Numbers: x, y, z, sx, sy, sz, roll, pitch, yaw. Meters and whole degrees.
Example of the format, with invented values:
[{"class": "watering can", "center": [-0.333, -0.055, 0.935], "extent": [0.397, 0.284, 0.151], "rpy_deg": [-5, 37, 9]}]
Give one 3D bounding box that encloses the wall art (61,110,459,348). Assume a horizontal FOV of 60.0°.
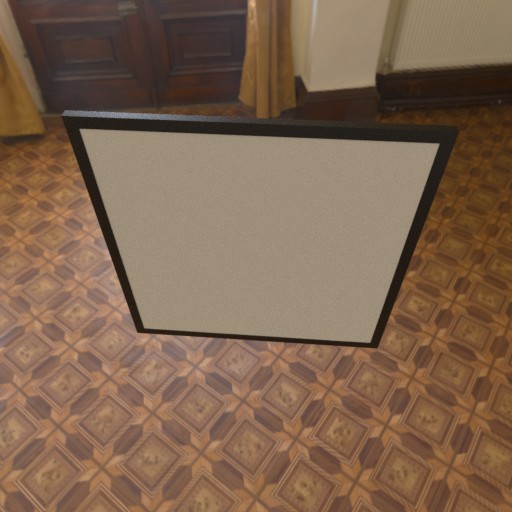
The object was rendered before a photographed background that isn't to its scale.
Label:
[{"class": "wall art", "center": [0.000, 0.000, 1.198], "extent": [0.807, 0.807, 0.022], "rpy_deg": [3, 47, 3]}]
